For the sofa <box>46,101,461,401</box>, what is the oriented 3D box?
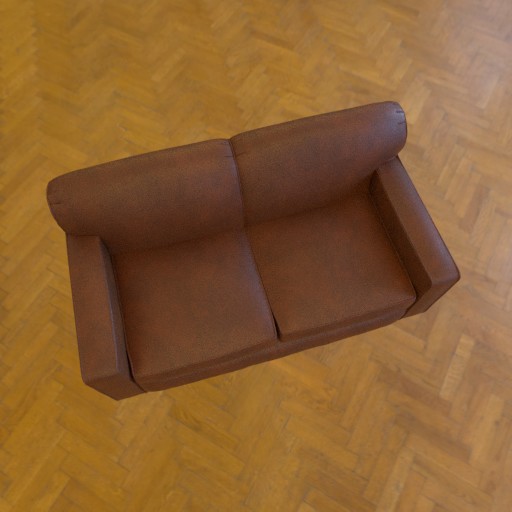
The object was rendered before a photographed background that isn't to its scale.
[{"bbox_3d":[0.000,0.000,2.375,1.856,0.966,1.000,-15,65,-7],"label":"sofa"}]
